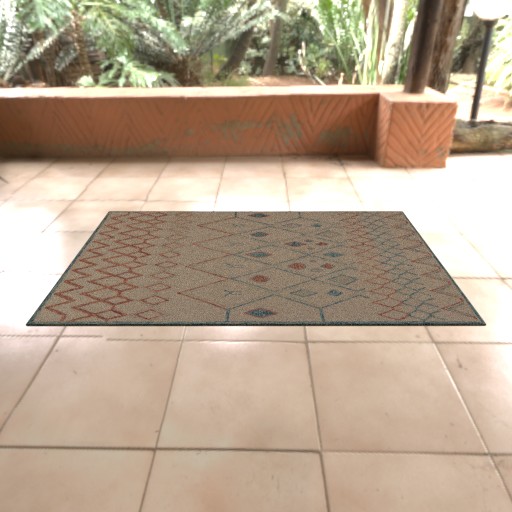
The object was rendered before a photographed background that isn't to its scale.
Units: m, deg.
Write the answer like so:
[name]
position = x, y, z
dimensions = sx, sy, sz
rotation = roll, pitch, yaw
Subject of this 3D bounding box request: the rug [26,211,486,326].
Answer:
[rug]
position = 0.000, 0.000, 3.007
dimensions = 2.438, 0.015, 1.524
rotation = 0, 29, 0
